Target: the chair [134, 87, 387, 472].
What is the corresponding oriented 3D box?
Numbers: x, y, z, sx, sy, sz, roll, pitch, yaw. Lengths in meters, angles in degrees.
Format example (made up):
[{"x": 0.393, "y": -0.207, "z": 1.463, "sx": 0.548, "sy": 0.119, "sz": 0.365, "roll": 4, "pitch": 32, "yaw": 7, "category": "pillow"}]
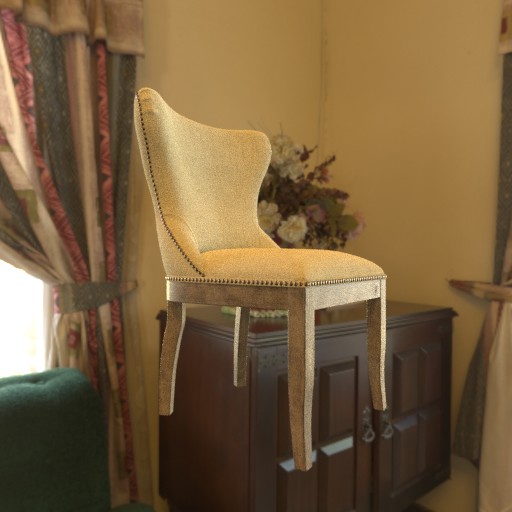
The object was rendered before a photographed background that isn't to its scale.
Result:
[{"x": 0.000, "y": 0.000, "z": 1.438, "sx": 0.681, "sy": 1.002, "sz": 0.654, "roll": 0, "pitch": 0, "yaw": 36, "category": "chair"}]
